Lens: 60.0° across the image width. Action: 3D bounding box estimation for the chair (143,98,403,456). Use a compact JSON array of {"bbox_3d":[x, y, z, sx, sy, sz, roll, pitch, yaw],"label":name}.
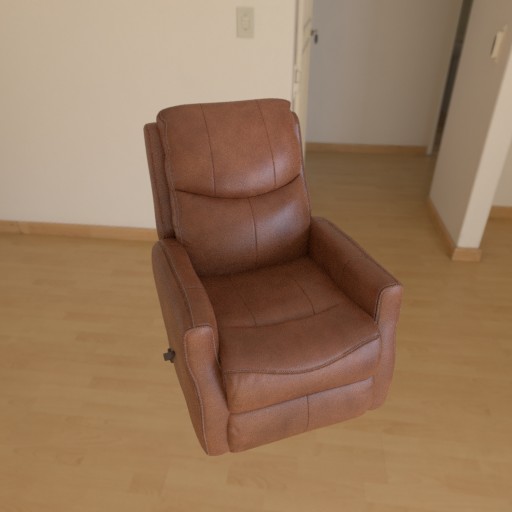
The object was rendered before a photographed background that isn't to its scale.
[{"bbox_3d":[0.000,0.000,1.747,0.821,1.016,1.072,-10,33,-16],"label":"chair"}]
